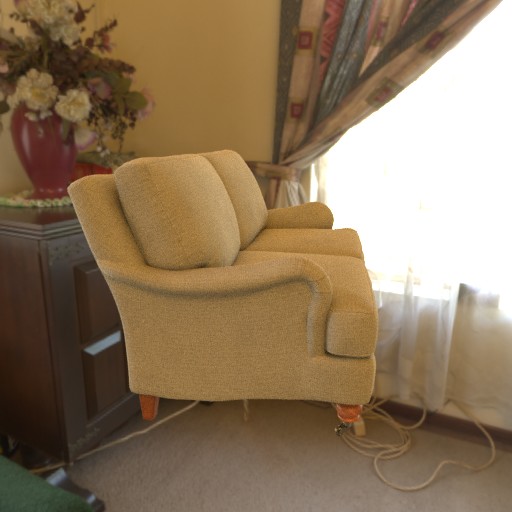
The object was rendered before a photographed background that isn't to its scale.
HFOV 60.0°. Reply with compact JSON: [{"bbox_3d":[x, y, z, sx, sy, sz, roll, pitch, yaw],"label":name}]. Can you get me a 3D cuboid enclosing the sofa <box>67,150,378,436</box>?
[{"bbox_3d":[0.000,0.000,2.198,1.087,0.999,1.480,3,15,10],"label":"sofa"}]
